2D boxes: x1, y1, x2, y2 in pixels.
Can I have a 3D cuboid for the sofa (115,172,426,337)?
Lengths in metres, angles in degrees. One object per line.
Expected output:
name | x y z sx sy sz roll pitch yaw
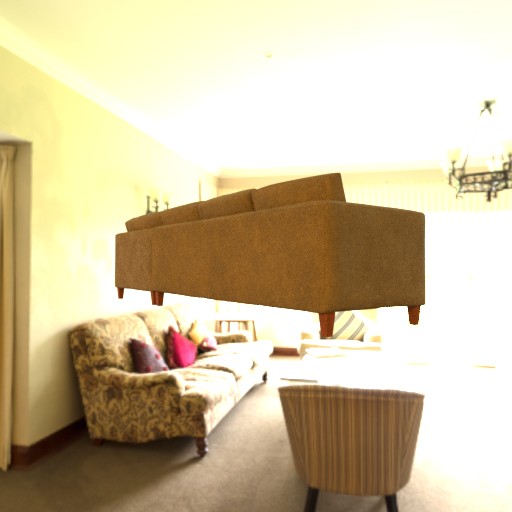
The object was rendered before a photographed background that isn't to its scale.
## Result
sofa | 0.000 0.000 4.206 1.604 0.950 3.471 1 -1 -36
